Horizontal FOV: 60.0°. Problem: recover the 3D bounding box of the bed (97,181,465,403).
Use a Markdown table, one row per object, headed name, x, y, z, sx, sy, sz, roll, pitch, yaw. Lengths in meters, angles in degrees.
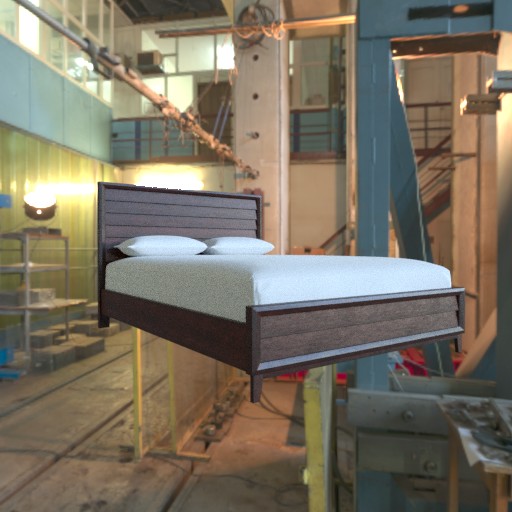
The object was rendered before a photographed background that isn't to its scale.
| name | x | y | z | sx | sy | sz | roll | pitch | yaw |
| --- | --- | --- | --- | --- | --- | --- | --- | --- | --- |
| bed | 0.000 | 0.000 | 4.015 | 2.040 | 1.492 | 2.803 | -1 | 1 | -35 |
